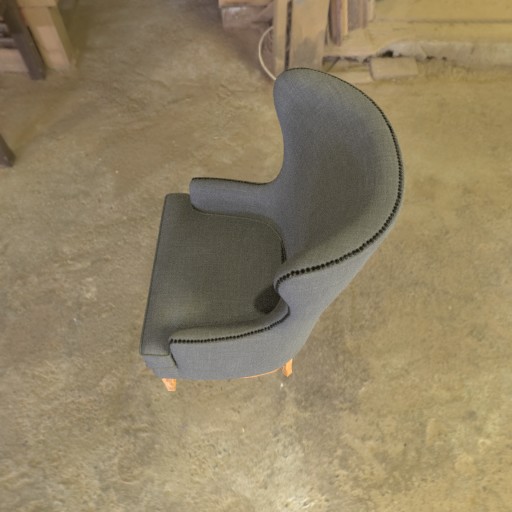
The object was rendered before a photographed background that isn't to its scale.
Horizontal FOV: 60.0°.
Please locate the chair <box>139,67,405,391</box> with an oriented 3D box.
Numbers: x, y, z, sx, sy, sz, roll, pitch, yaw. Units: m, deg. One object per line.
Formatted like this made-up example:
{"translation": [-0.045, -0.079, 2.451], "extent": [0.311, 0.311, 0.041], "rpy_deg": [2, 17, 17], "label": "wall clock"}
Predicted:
{"translation": [0.000, 0.000, 1.815], "extent": [0.883, 1.176, 0.864], "rpy_deg": [1, 57, 1], "label": "chair"}
